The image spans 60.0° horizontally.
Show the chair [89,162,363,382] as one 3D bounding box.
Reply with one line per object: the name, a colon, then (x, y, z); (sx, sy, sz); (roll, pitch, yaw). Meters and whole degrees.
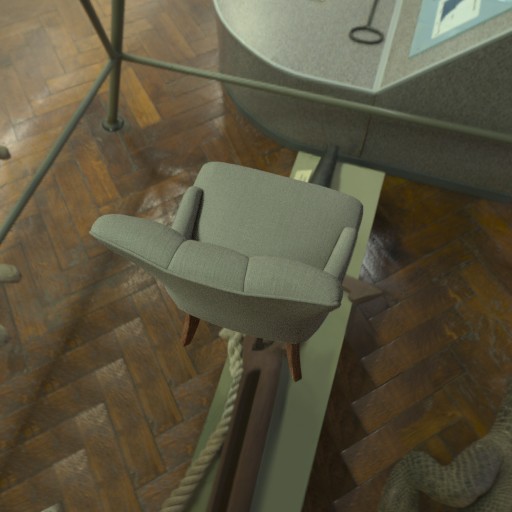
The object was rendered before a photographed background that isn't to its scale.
chair: (0.000, 0.000, 1.210); (0.509, 0.874, 0.565); (16, 64, 8)
